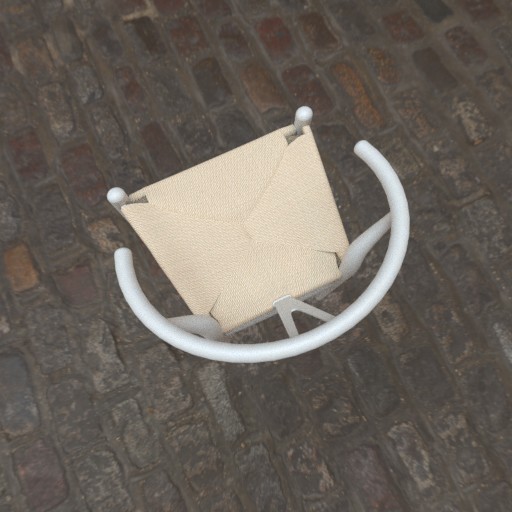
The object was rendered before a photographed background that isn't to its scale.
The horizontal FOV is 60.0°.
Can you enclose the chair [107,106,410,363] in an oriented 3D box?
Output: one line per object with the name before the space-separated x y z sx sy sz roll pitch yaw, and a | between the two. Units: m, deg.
chair | 0.000 0.000 1.086 0.533 0.736 0.500 -25 78 -6
